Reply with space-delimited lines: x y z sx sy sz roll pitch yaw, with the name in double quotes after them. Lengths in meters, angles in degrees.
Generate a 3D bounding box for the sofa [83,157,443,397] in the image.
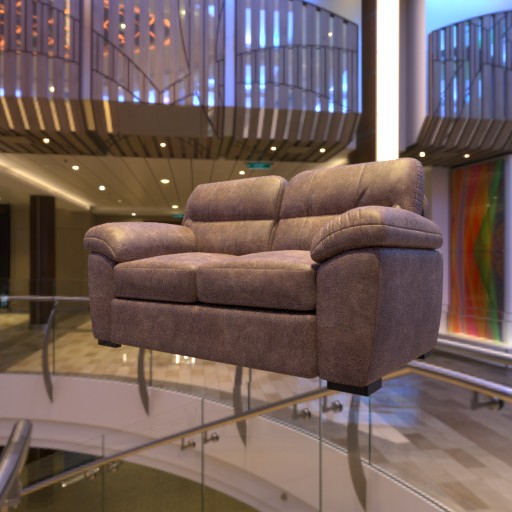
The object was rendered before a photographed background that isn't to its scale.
0.000 0.000 2.372 1.753 0.991 0.991 0 0 36 "sofa"
